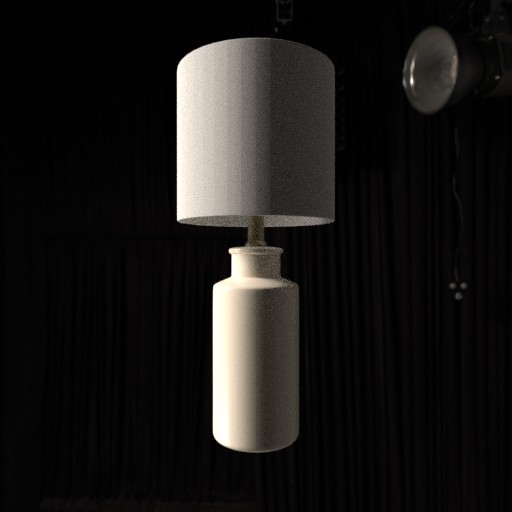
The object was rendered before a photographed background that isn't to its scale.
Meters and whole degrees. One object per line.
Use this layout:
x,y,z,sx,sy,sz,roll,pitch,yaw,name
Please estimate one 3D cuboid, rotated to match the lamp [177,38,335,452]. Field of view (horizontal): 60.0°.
0.000,0.000,0.606,0.212,0.493,0.212,0,0,0,lamp
